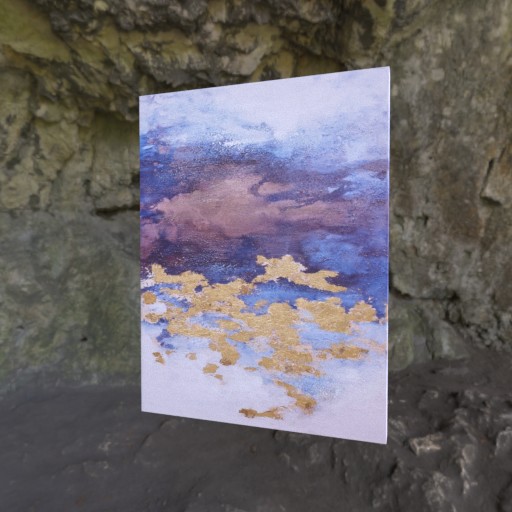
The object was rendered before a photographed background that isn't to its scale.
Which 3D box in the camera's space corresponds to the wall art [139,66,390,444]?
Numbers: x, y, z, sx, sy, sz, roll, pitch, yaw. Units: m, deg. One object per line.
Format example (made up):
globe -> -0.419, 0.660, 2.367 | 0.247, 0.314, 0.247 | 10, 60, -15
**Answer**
wall art -> 0.000, 0.000, 0.764 | 0.437, 0.581, 0.036 | 1, 2, 18
